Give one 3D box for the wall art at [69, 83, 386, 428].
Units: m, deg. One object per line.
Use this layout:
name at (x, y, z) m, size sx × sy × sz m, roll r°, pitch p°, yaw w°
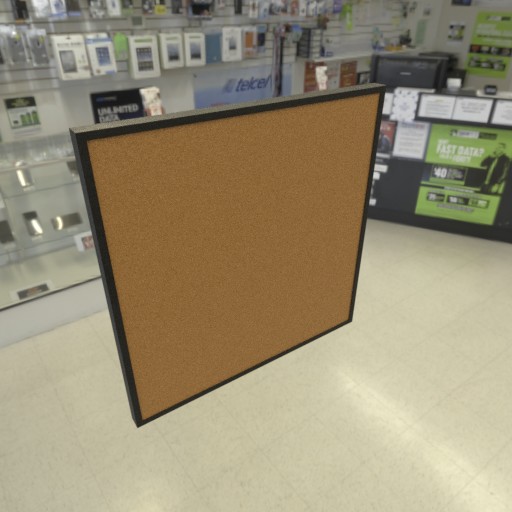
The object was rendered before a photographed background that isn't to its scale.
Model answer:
wall art at (0.000, 0.000, 1.140) m, size 0.763 × 0.763 × 0.039 m, roll -19°, pitch 36°, yaw -28°
